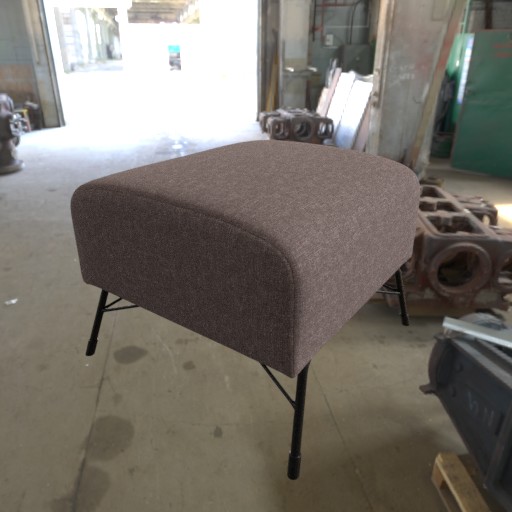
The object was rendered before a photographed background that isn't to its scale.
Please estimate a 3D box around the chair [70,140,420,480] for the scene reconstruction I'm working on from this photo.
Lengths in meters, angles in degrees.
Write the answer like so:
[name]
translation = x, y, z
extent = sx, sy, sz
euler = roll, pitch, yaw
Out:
[chair]
translation = 0.000, 0.000, 0.919
extent = 0.530, 0.410, 0.530
euler = 17, 30, 32
